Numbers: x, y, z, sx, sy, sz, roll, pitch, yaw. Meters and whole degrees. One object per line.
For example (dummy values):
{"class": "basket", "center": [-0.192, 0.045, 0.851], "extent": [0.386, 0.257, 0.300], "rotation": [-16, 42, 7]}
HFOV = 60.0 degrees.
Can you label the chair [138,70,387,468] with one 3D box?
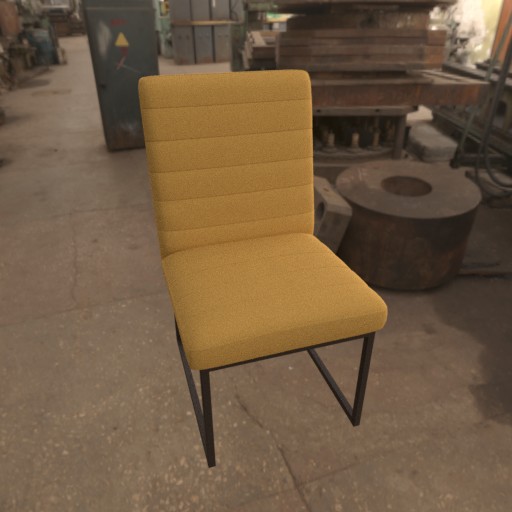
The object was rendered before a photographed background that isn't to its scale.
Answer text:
{"class": "chair", "center": [0.000, 0.000, 1.287], "extent": [0.520, 0.930, 0.634], "rotation": [-9, 31, -15]}
